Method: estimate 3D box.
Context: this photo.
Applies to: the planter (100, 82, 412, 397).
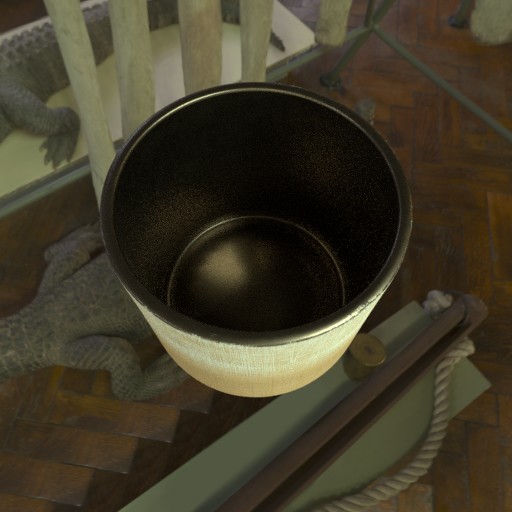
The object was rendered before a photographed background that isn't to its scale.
[{"bbox_3d":[0.000,0.000,0.398,0.221,0.201,0.221,0,64,0],"label":"planter"}]
